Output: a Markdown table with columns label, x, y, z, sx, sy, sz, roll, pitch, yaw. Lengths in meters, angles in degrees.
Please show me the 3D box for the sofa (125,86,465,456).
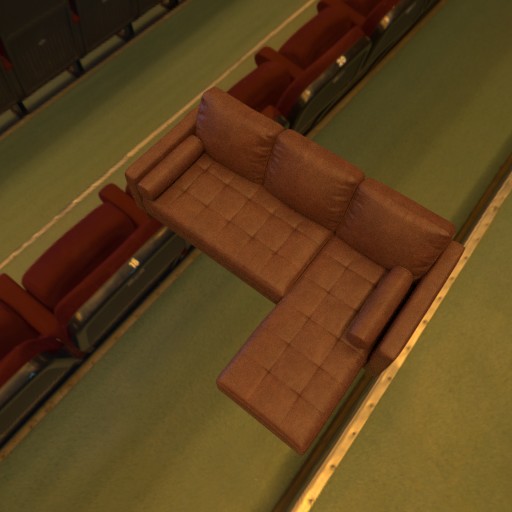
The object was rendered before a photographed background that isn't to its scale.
| label | x | y | z | sx | sy | sz | roll | pitch | yaw |
| --- | --- | --- | --- | --- | --- | --- | --- | --- | --- |
| sofa | 0.000 | 0.000 | 2.979 | 2.185 | 0.841 | 1.613 | 35 | 68 | 16 |
